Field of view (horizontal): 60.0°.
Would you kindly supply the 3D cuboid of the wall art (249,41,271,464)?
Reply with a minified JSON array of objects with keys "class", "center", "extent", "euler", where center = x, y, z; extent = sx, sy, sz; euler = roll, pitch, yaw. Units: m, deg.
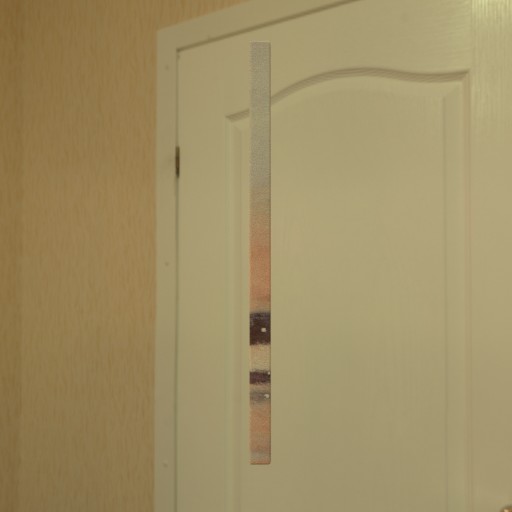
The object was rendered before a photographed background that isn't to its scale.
[{"class":"wall art","center":[0.000,0.000,1.302],"extent":[0.038,0.763,1.015],"euler":[0,-1,-1]}]
